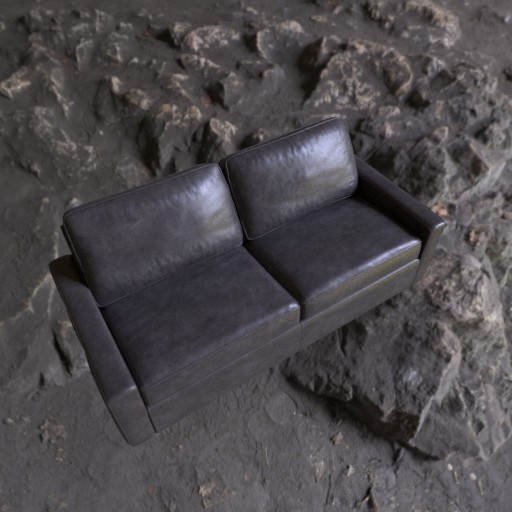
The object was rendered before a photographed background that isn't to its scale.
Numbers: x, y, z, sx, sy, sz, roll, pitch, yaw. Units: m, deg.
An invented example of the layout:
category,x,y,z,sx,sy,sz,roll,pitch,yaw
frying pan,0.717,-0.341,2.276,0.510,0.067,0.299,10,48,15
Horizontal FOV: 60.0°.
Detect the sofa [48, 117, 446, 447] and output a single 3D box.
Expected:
category,x,y,z,sx,sy,sz,roll,pitch,yaw
sofa,0.000,0.000,2.551,2.081,0.916,0.939,-25,52,-21
